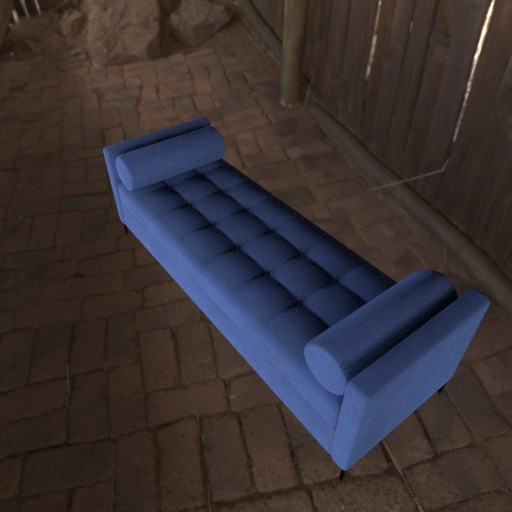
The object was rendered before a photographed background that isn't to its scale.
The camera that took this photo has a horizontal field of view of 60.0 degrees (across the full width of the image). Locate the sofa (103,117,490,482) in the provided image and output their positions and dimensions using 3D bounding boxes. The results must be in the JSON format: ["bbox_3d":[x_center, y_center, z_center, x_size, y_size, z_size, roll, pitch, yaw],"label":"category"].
[{"bbox_3d":[0.000,0.000,2.260,0.686,0.635,1.981,-27,48,-27],"label":"sofa"}]
